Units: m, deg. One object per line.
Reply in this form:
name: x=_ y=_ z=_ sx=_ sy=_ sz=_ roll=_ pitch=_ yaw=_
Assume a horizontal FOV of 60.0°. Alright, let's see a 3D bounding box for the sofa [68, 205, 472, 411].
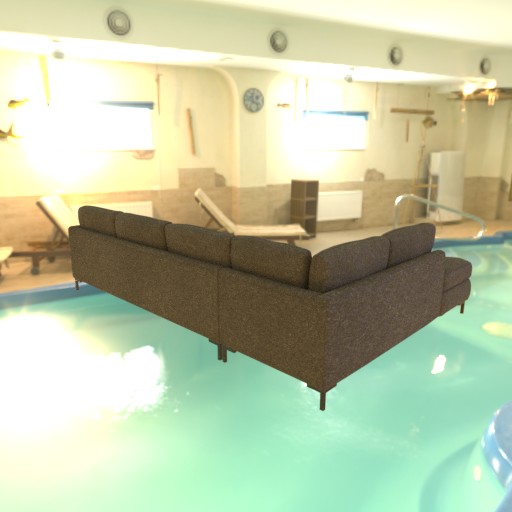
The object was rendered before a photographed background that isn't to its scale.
sofa: x=0.000 y=0.000 z=3.836 sx=2.949 sy=0.815 sz=2.007 roll=13 pitch=19 yaw=42
